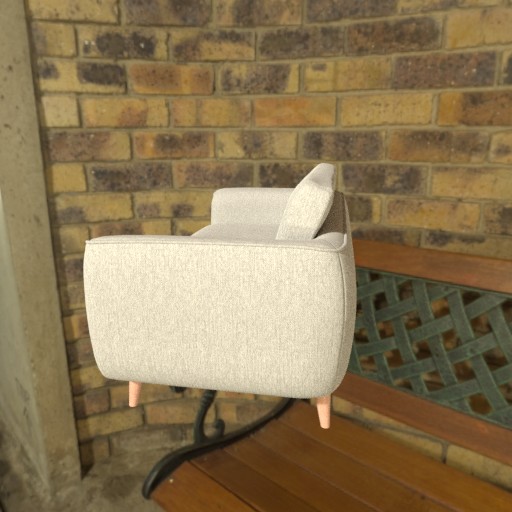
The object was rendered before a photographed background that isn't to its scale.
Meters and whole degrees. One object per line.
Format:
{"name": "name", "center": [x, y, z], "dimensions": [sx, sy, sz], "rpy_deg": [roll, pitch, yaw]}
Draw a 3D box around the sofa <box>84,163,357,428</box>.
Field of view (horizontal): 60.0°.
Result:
{"name": "sofa", "center": [0.000, 0.000, 2.179], "dimensions": [0.920, 0.850, 1.700], "rpy_deg": [3, 15, 10]}
